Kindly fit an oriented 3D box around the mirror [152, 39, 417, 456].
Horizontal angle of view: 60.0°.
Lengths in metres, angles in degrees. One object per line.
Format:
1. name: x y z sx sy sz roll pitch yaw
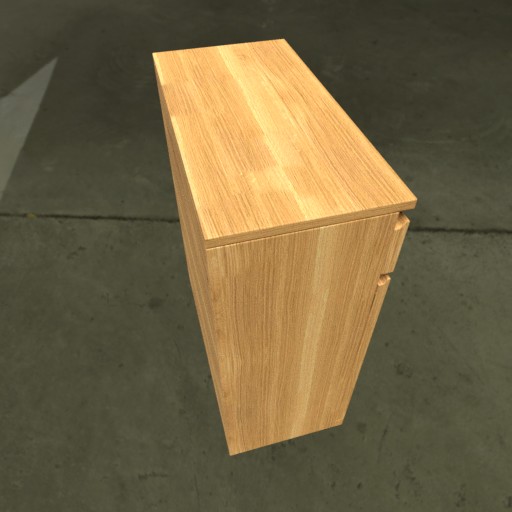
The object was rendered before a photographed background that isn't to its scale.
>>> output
1. mirror: 0.000 0.000 1.410 0.400 1.000 0.800 -11 47 -11
